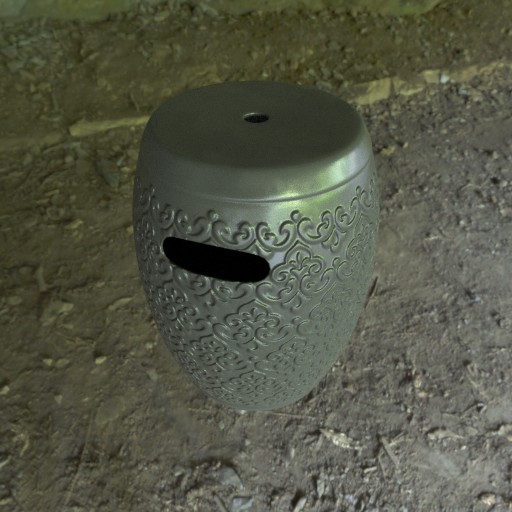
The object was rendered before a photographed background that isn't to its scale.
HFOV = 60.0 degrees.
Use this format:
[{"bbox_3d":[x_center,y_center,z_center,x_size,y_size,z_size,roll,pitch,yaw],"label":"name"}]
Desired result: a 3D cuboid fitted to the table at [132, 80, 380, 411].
[{"bbox_3d":[0.000,0.000,0.604,0.309,0.397,0.309,0,41,0],"label":"table"}]
